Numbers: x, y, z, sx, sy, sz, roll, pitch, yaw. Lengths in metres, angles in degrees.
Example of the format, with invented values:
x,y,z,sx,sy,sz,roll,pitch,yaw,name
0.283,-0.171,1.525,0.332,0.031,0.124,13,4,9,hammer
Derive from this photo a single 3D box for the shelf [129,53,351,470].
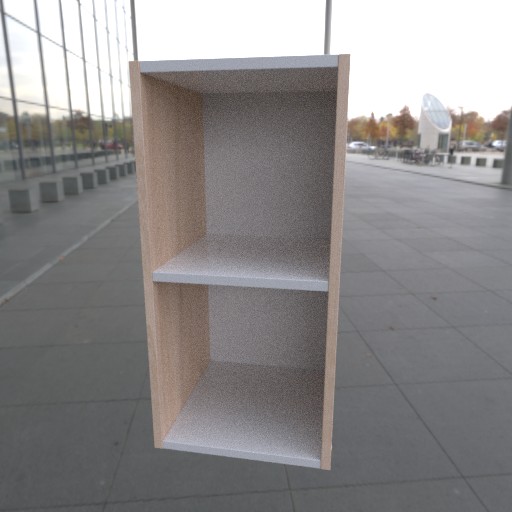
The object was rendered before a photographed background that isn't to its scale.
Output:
x,y,z,sx,sy,sz,roll,pitch,yaw,name
0.000,0.000,0.775,0.290,0.594,0.297,3,15,10,shelf
